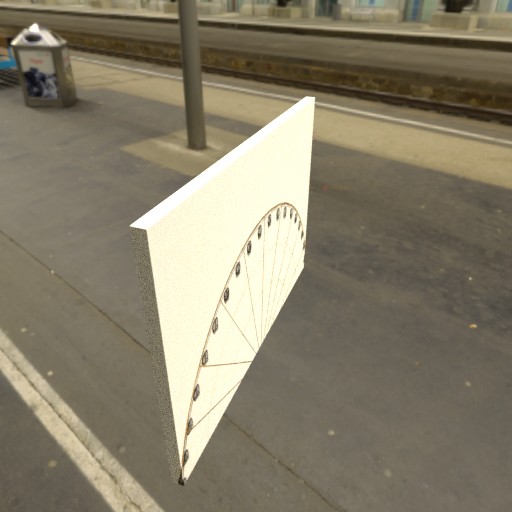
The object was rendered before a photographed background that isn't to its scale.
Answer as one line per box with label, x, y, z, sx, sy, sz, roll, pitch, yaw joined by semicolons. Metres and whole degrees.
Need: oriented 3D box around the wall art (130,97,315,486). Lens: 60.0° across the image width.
wall art;0.000;0.000;1.431;0.038;0.767;1.144;12;33;18
